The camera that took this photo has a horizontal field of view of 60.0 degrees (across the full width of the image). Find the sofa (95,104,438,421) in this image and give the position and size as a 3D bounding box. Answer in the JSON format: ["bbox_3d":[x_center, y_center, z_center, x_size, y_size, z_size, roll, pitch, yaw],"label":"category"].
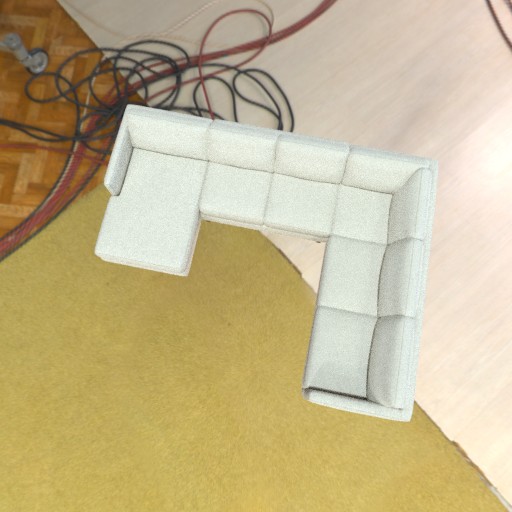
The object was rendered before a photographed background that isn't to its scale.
[{"bbox_3d":[0.000,0.000,4.435,3.238,0.853,2.551,11,76,3],"label":"sofa"}]
